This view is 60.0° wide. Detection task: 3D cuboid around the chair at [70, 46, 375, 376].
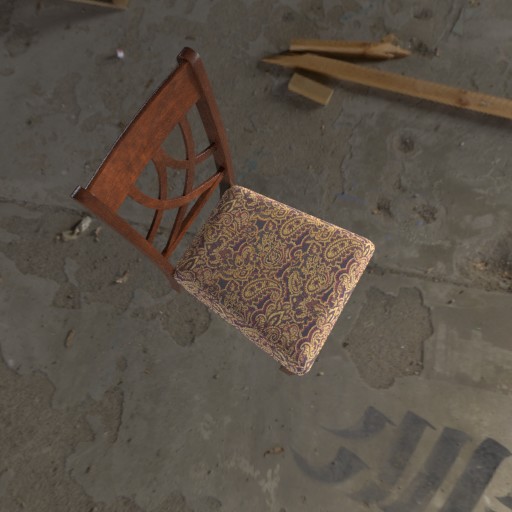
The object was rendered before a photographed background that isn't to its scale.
[{"bbox_3d":[0.000,0.000,1.285,0.584,0.965,0.457,30,76,8],"label":"chair"}]
